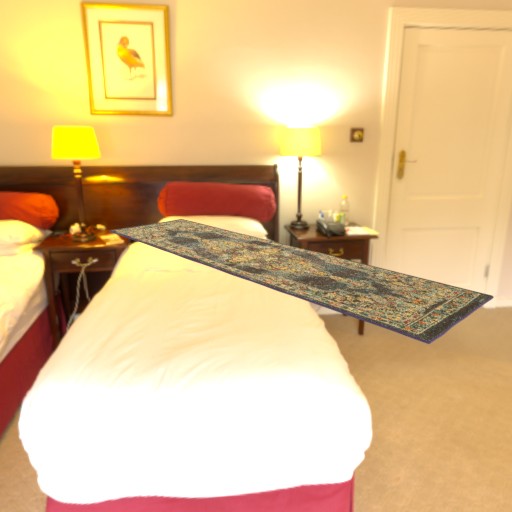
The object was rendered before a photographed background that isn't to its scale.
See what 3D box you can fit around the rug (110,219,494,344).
[{"bbox_3d":[0.000,0.000,2.455,0.602,0.016,2.283,-15,22,-42],"label":"rug"}]
